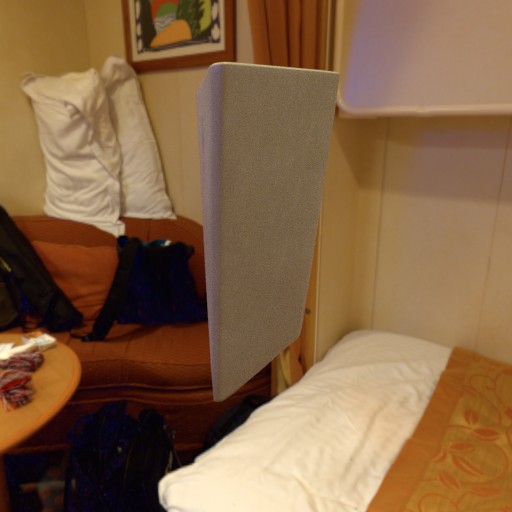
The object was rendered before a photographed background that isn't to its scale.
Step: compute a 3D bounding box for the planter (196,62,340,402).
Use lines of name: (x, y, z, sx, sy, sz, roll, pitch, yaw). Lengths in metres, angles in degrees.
planter: (0.000, 0.000, 0.269, 0.060, 0.197, 0.150, -3, 16, -9)
